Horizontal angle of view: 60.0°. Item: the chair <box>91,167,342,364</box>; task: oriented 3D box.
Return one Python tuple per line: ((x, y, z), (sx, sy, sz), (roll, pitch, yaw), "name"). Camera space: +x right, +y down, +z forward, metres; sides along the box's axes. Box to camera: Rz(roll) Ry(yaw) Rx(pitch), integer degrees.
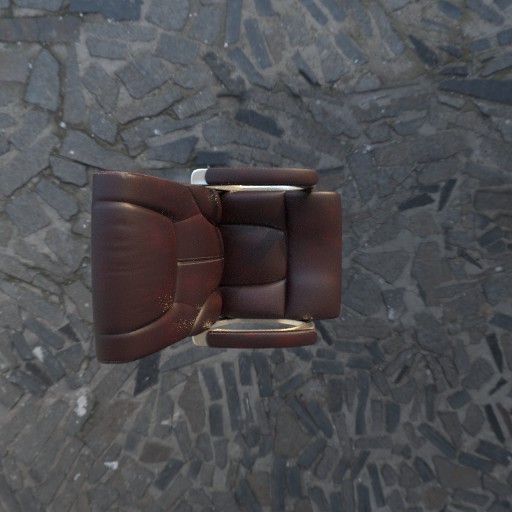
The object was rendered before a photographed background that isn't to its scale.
((0.000, 0.000, 1.550), (0.739, 1.107, 0.662), (0, 93, 1), "chair")
